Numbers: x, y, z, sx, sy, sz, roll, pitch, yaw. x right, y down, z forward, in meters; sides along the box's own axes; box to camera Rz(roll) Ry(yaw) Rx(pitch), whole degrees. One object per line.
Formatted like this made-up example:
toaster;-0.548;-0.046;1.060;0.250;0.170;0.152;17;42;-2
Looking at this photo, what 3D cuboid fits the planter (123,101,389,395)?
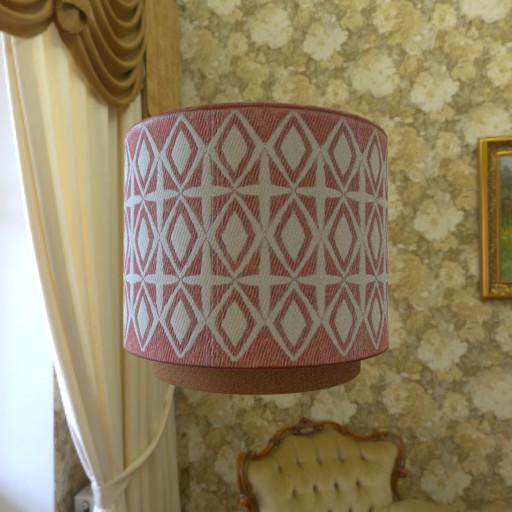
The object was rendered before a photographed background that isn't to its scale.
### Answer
planter;0.000;0.000;0.478;0.273;0.237;0.273;0;-1;0
